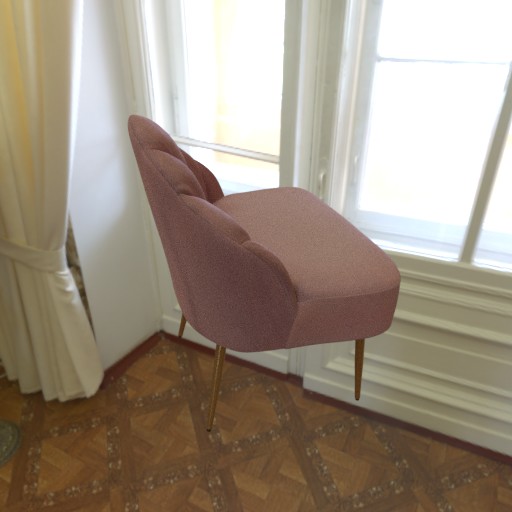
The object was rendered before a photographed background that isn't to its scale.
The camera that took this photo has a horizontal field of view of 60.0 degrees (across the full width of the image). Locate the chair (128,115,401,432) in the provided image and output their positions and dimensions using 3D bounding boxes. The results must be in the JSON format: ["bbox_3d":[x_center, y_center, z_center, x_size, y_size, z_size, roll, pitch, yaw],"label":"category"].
[{"bbox_3d":[0.000,0.000,1.264,0.599,0.819,0.657,-10,32,-17],"label":"chair"}]
